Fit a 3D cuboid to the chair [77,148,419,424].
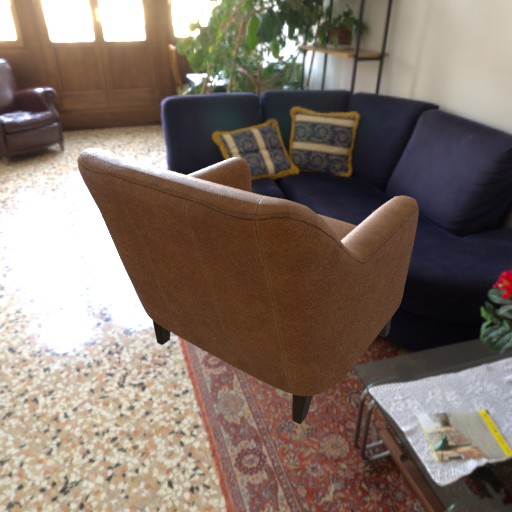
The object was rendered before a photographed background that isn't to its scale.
[{"bbox_3d":[0.000,0.000,1.857,1.037,0.980,1.034,20,35,31],"label":"chair"}]
